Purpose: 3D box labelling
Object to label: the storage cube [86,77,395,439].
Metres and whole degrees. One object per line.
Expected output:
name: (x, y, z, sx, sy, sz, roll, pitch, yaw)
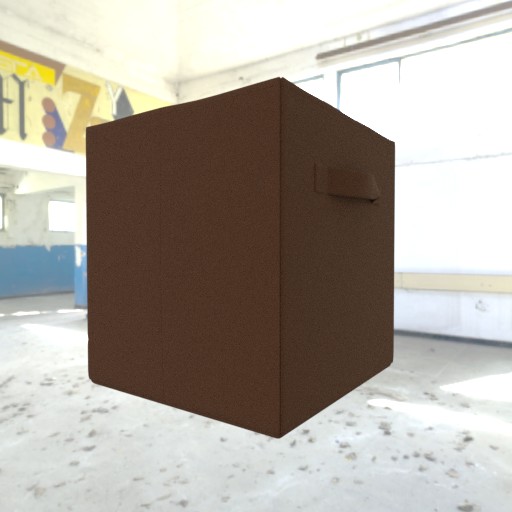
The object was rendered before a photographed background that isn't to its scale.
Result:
storage cube: (0.000, 0.000, 0.513, 0.270, 0.280, 0.270, 1, 2, 36)
